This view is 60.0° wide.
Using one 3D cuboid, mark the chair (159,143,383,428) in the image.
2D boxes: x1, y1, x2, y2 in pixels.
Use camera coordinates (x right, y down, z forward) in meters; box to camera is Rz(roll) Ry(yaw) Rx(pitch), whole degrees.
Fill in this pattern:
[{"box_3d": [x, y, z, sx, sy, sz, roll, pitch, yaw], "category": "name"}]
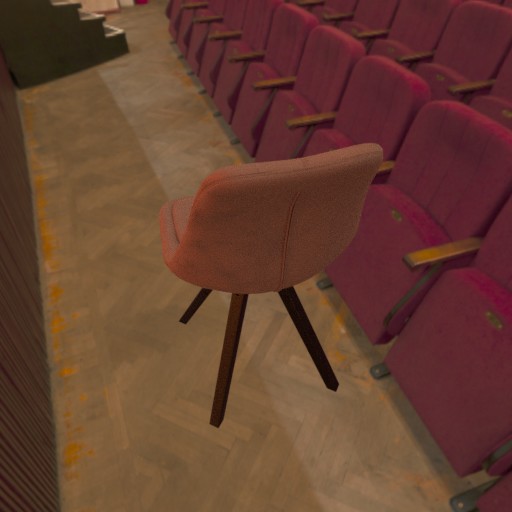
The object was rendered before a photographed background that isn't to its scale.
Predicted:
[{"box_3d": [0.000, 0.000, 1.195, 0.483, 0.865, 0.547, -12, 43, -13], "category": "chair"}]
